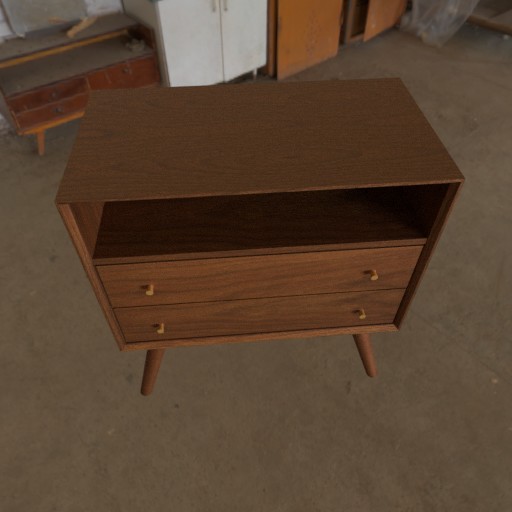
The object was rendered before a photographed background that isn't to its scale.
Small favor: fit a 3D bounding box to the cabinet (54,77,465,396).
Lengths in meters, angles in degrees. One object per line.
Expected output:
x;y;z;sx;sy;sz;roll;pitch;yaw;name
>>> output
0.000;0.000;1.162;0.712;0.748;0.388;-4;48;-3;cabinet
